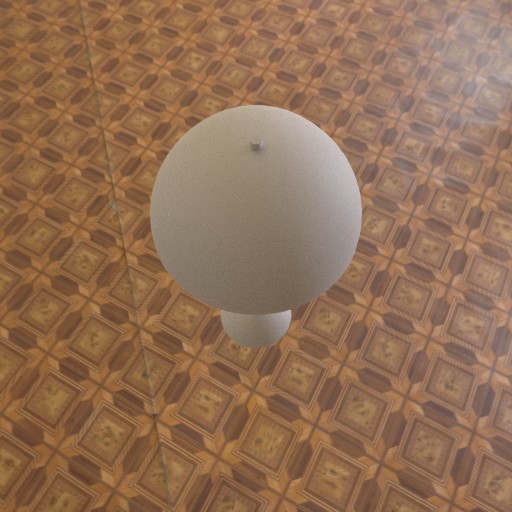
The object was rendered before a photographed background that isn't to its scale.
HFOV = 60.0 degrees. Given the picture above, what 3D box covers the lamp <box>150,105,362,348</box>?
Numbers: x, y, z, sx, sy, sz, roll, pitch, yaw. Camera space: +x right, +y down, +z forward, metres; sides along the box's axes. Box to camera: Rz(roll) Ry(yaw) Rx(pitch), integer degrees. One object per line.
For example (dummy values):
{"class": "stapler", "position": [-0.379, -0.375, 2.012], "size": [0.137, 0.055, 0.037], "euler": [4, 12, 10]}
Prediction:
{"class": "lamp", "position": [0.000, 0.000, 0.431], "size": [0.171, 0.330, 0.171], "euler": [0, 63, 0]}
